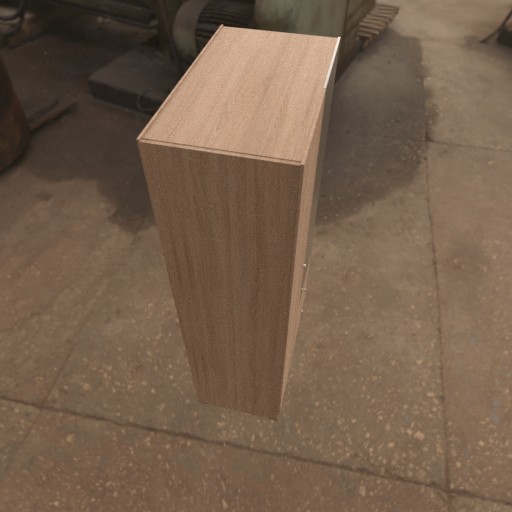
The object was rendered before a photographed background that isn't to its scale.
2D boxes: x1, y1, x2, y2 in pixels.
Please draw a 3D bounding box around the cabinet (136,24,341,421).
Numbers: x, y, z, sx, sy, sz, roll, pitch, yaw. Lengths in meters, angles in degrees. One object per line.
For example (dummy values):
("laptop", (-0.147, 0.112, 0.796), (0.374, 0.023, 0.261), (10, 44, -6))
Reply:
("cabinet", (0.000, 0.000, 2.568), (0.590, 2.121, 1.001), (10, 49, 9))
